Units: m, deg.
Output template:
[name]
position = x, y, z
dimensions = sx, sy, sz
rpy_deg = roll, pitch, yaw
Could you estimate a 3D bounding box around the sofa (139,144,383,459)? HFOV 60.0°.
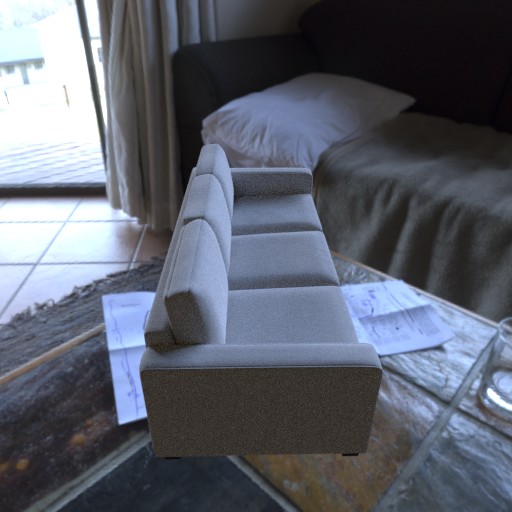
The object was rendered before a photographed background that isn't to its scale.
[sofa]
position = 0.000, 0.000, 2.567
dimensions = 0.900, 0.800, 2.120
rpy_deg = -1, 31, -1
